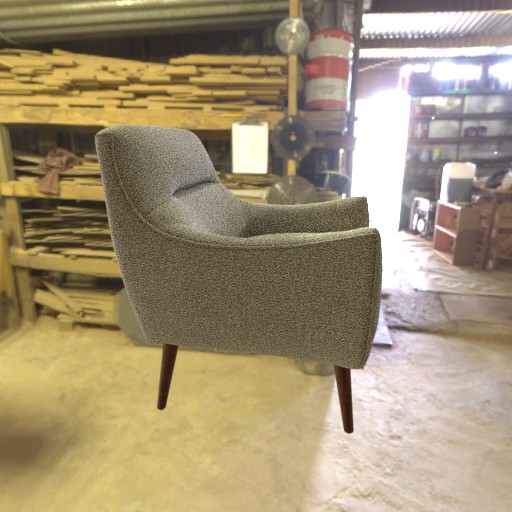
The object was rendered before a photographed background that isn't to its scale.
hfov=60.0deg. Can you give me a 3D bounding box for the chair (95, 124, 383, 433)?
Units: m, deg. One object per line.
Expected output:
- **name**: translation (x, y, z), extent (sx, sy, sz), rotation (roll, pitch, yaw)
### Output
- **chair**: translation (0.000, 0.000, 1.483), extent (0.787, 0.838, 0.762), rotation (3, 14, 11)
